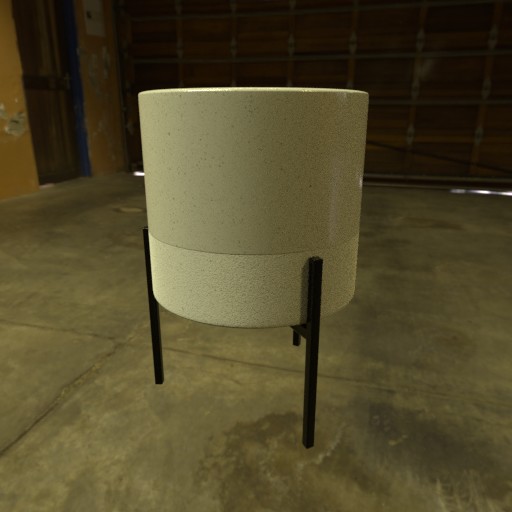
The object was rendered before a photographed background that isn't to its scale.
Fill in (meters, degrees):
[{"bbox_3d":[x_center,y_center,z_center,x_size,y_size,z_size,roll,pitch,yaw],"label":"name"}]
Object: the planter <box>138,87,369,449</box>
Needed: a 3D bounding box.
[{"bbox_3d":[0.000,0.000,0.333,0.152,0.230,0.159,-9,20,-26],"label":"planter"}]
